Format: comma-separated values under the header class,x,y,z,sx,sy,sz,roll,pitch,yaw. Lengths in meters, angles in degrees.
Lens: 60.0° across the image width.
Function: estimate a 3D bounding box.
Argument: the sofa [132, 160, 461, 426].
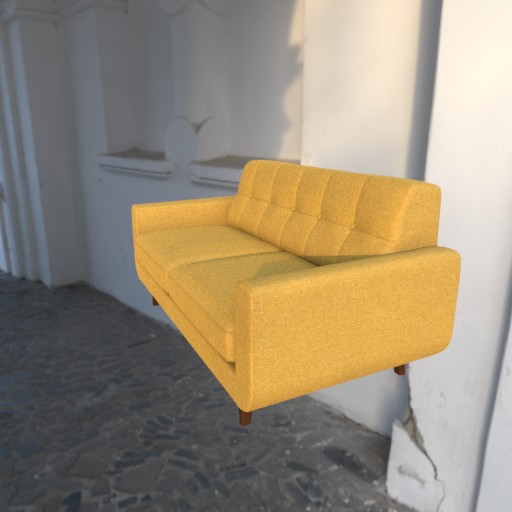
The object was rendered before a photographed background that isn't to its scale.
class,x,y,z,sx,sy,sz,roll,pitch,yaw
sofa,0.000,0.000,2.179,0.909,0.841,1.631,-8,18,-26
